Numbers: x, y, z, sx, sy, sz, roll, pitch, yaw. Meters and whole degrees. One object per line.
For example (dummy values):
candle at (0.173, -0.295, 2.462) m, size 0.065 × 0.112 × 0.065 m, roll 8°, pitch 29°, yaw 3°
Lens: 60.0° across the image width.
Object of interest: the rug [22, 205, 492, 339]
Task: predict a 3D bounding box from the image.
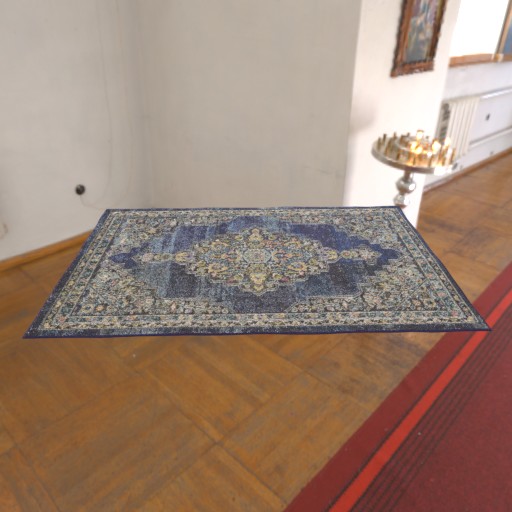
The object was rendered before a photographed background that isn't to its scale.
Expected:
rug at (0.000, 0.000, 2.183) m, size 1.781 × 0.012 × 1.184 m, roll -1°, pitch 30°, yaw -1°
